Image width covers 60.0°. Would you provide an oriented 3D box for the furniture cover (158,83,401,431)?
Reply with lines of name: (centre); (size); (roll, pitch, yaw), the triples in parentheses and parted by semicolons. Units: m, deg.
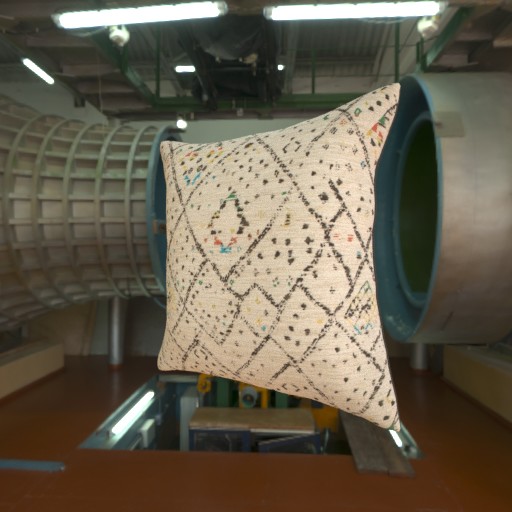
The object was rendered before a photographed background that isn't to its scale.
furniture cover: (0.000, 0.000, 0.792); (0.525, 0.498, 0.180); (0, 1, 38)
